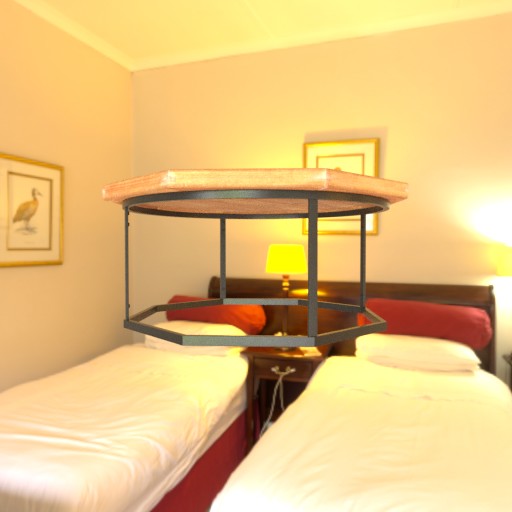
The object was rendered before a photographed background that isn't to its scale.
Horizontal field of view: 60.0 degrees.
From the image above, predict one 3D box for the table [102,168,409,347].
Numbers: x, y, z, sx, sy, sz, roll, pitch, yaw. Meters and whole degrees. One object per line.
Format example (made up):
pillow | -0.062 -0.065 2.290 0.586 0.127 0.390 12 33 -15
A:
table | 0.000 0.000 1.534 1.002 0.444 1.002 0 1 0
